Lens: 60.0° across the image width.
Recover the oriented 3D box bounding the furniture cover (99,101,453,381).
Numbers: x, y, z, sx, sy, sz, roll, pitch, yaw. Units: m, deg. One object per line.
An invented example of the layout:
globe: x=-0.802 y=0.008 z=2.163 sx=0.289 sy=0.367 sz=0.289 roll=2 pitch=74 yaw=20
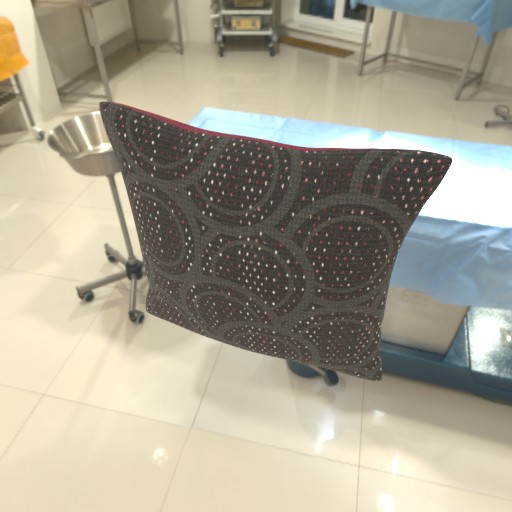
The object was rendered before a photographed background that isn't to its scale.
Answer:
furniture cover: x=0.000 y=0.000 z=0.818 sx=0.552 sy=0.509 sz=0.193 roll=13 pitch=43 yaw=15
